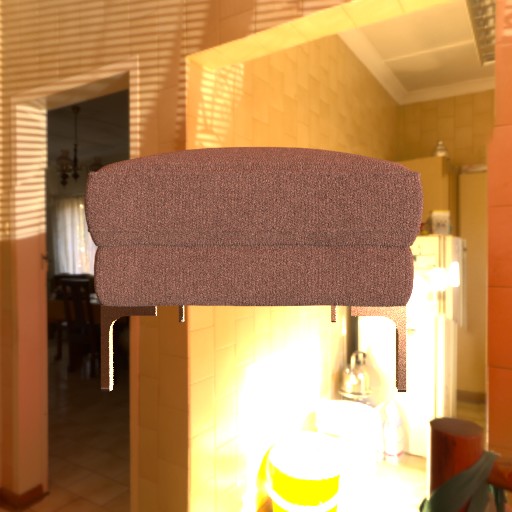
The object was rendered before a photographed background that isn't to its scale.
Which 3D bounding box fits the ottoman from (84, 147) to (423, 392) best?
[{"bbox_3d":[0.000,0.000,1.147,0.583,0.464,0.785,0,1,1],"label":"ottoman"}]
